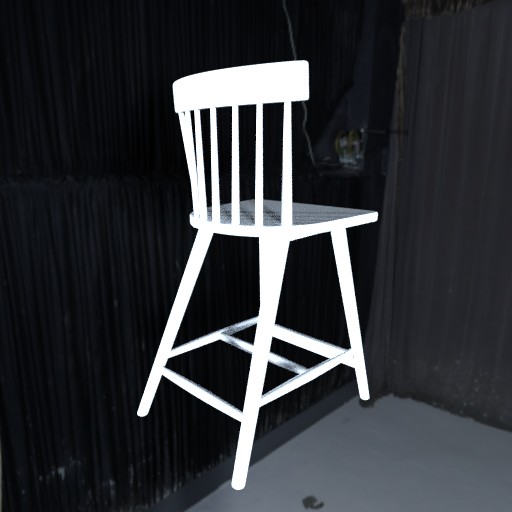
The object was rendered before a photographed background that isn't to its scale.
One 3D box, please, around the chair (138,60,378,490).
[{"bbox_3d":[0.000,0.000,1.261,0.483,0.952,0.572,13,18,43],"label":"chair"}]
